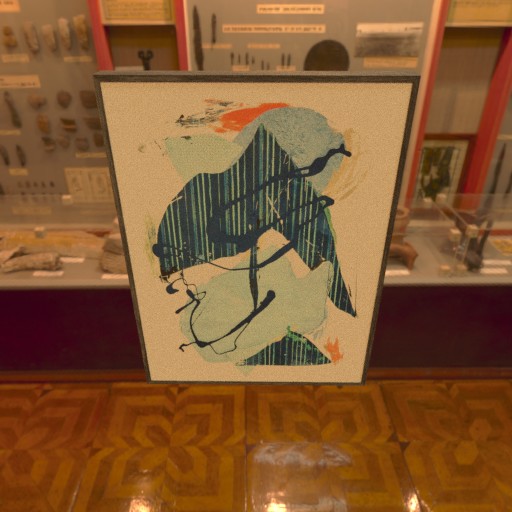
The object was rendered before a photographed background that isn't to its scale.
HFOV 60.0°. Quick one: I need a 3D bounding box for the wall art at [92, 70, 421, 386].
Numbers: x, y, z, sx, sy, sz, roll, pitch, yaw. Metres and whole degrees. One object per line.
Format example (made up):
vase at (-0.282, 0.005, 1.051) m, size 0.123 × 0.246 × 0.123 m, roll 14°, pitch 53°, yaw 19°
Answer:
wall art at (0.000, 0.000, 1.315) m, size 0.762 × 1.016 × 0.063 m, roll 0°, pitch 31°, yaw 1°
